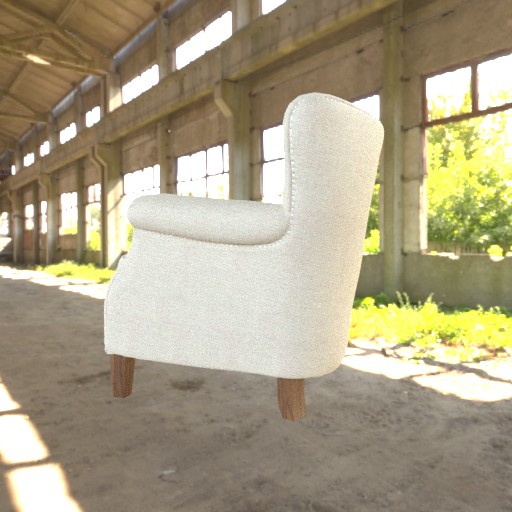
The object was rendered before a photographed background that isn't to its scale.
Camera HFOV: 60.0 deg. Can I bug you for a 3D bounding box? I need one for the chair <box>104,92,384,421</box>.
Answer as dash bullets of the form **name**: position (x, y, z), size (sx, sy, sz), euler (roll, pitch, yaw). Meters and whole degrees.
- **chair**: position (0.000, 0.000, 1.668), size (0.921, 0.936, 0.861), euler (1, 2, 18)
